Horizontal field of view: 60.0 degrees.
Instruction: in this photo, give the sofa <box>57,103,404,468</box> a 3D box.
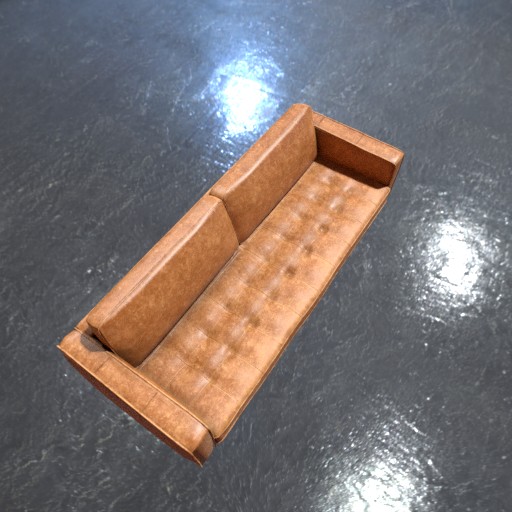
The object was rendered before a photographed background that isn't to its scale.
[{"bbox_3d":[0.000,0.000,2.642,0.886,0.779,2.199,30,62,18],"label":"sofa"}]
